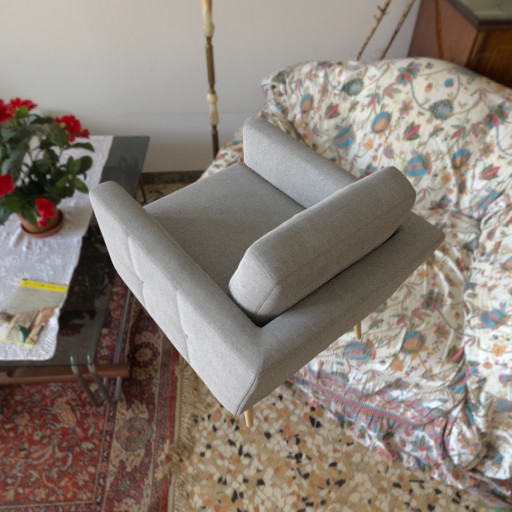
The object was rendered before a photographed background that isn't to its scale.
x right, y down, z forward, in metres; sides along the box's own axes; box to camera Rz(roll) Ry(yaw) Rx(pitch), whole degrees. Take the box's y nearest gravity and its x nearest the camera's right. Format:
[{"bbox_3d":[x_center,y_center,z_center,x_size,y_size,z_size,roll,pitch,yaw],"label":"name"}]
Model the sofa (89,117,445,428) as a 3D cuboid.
[{"bbox_3d":[0.000,0.000,1.560,0.770,0.860,0.920,-31,54,-26],"label":"sofa"}]
